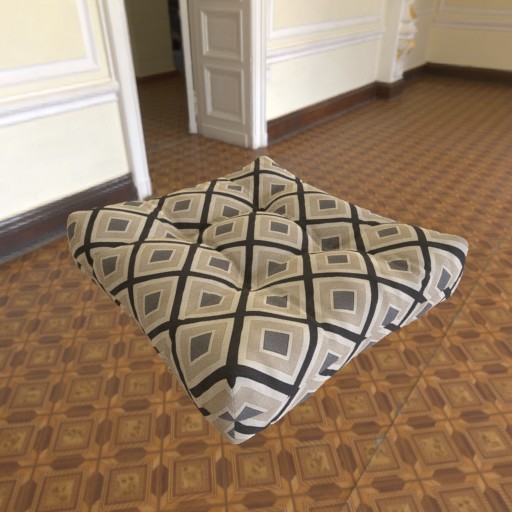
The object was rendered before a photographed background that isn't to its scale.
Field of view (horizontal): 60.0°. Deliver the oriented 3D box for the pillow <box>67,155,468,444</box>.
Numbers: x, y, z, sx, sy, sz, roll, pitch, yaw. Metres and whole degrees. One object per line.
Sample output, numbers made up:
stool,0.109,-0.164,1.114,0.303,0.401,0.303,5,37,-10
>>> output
pillow,0.000,0.000,0.727,0.468,0.128,0.490,-24,40,-32
